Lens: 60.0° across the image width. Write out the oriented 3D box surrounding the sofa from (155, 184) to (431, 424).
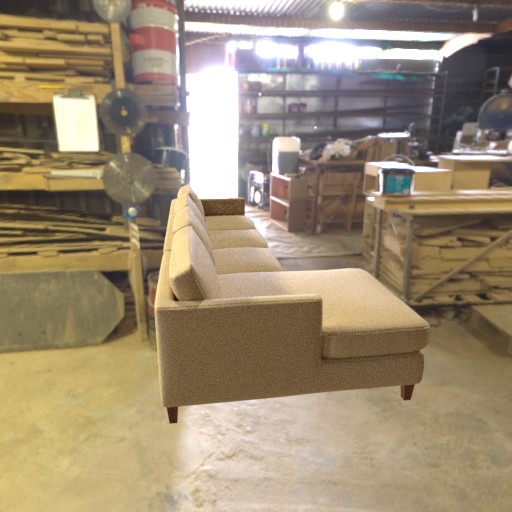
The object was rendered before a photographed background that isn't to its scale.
[{"bbox_3d":[0.000,0.000,3.793,1.502,0.876,3.201,-3,17,-8],"label":"sofa"}]
